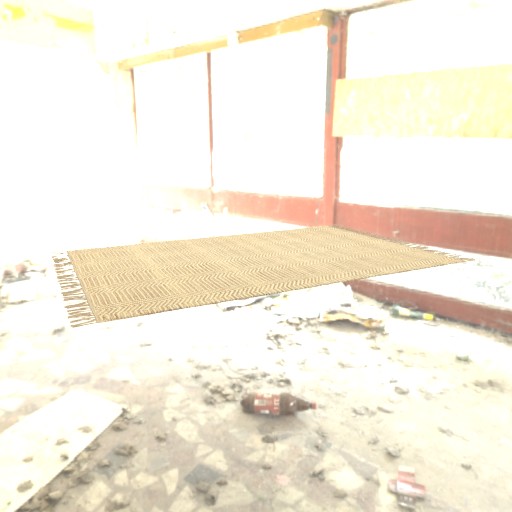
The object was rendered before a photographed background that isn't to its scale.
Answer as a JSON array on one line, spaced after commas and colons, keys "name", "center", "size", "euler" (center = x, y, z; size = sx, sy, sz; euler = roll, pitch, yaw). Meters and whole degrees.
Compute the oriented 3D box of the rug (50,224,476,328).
[{"name": "rug", "center": [0.000, 0.000, 2.432], "size": [2.021, 0.027, 1.224], "euler": [-7, 15, -26]}]
